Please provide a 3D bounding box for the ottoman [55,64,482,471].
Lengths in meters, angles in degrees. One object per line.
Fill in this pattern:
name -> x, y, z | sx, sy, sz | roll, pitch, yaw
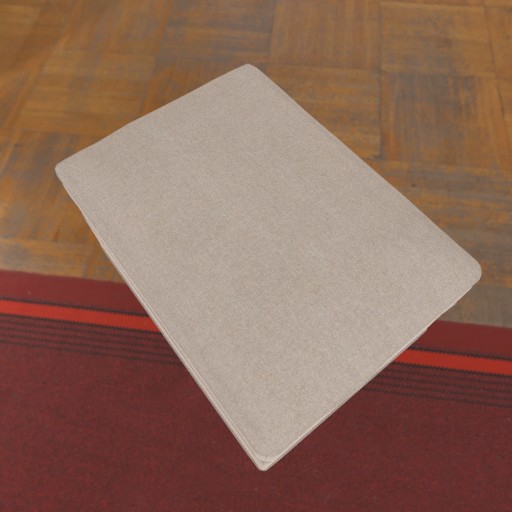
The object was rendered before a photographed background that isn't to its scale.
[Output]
ottoman -> 0.000, 0.000, 1.185 | 0.617, 0.503, 0.846 | -35, 67, -17
